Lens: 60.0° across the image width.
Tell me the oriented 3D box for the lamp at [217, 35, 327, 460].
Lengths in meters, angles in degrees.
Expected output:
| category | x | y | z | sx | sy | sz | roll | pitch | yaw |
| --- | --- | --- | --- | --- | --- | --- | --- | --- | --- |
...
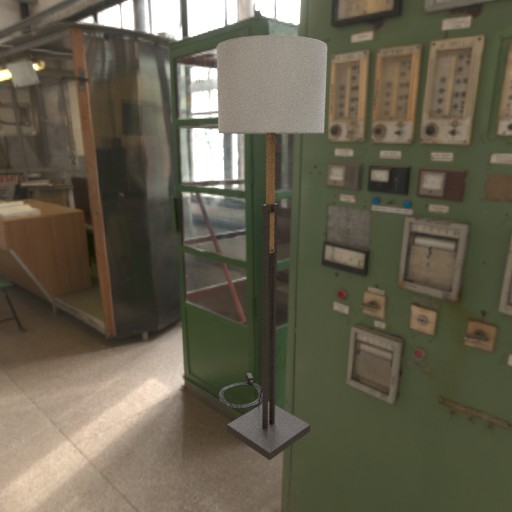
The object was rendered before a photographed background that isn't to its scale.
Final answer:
| category | x | y | z | sx | sy | sz | roll | pitch | yaw |
| --- | --- | --- | --- | --- | --- | --- | --- | --- | --- |
| lamp | 0.000 | 0.000 | 1.952 | 0.474 | 1.650 | 0.639 | -14 | 20 | -43 |
